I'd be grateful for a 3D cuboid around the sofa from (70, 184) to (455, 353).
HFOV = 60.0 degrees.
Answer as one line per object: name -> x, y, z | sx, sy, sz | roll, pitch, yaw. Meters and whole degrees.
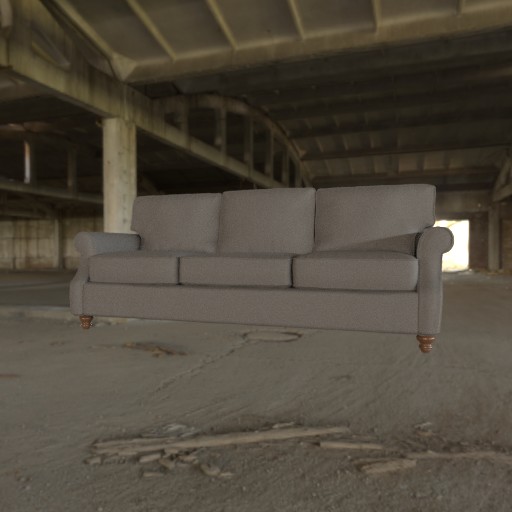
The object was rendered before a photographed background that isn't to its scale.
sofa -> 0.000, 0.000, 2.913 | 2.353, 0.948, 0.966 | 0, 1, 19
